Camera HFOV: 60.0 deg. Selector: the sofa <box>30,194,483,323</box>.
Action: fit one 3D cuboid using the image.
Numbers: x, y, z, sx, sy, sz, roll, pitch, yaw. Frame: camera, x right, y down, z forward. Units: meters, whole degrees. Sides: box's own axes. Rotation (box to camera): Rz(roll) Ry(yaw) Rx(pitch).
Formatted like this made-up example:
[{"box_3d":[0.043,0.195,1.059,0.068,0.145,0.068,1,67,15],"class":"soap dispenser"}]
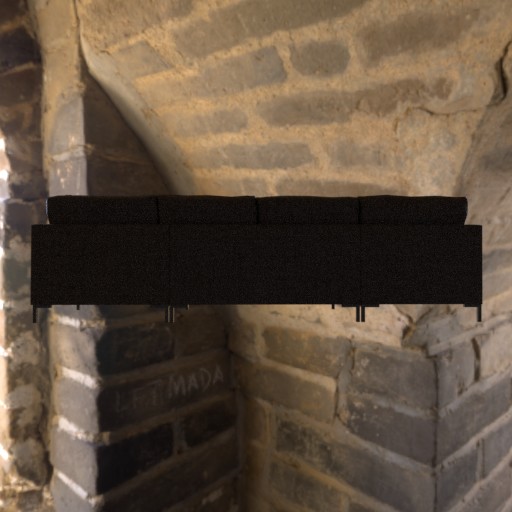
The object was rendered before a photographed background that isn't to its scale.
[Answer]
[{"box_3d":[0.000,0.000,4.298,3.423,0.999,2.048,0,0,-1],"class":"sofa"}]
